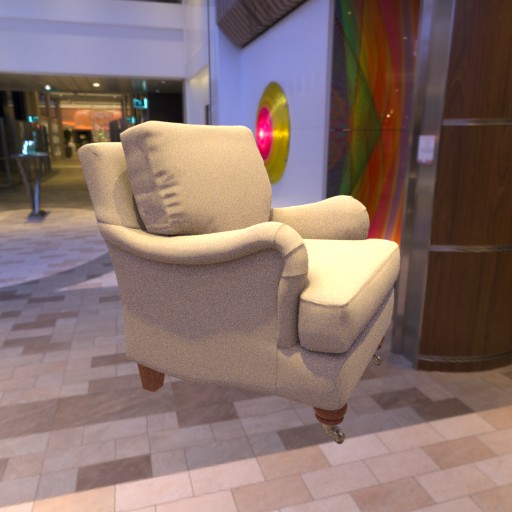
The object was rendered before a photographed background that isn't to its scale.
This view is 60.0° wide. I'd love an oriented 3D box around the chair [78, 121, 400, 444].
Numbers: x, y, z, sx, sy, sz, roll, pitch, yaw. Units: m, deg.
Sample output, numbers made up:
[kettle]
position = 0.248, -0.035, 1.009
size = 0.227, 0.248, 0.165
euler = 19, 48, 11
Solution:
[chair]
position = 0.000, 0.000, 1.867
size = 1.078, 1.076, 0.895
euler = 7, 16, 26
